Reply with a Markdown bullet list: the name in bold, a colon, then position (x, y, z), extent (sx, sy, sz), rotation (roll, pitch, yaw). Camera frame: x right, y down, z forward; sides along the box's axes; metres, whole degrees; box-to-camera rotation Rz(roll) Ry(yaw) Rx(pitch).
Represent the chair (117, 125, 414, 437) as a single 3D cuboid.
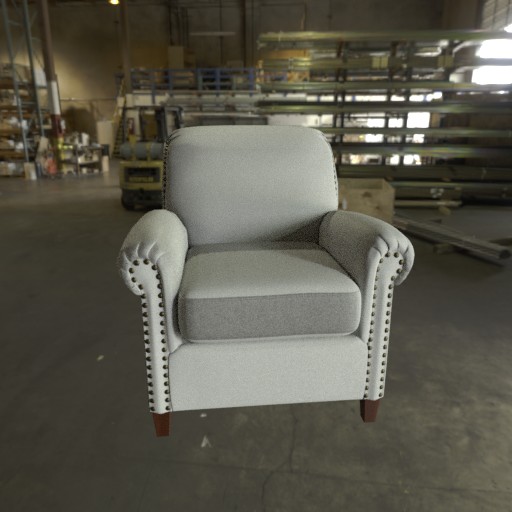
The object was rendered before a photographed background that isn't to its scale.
- **chair**: position (0.000, 0.000, 1.639), extent (0.854, 0.927, 0.890), rotation (-2, 16, -6)
